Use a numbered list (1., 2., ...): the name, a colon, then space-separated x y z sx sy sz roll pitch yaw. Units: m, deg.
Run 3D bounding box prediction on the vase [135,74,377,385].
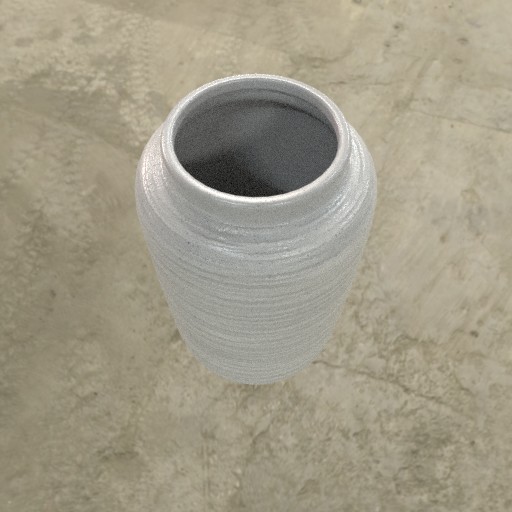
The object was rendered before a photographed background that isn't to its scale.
1. vase: 0.000 0.000 0.461 0.202 0.335 0.202 0 58 0
